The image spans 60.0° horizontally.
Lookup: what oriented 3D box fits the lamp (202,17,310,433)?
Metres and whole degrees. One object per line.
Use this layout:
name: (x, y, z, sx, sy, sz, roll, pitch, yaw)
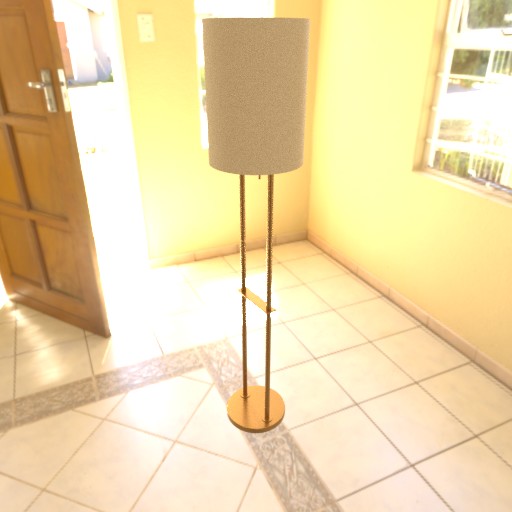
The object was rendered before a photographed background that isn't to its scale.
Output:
lamp: (0.000, 0.000, 1.590, 0.305, 1.500, 0.306, -17, 31, -30)
